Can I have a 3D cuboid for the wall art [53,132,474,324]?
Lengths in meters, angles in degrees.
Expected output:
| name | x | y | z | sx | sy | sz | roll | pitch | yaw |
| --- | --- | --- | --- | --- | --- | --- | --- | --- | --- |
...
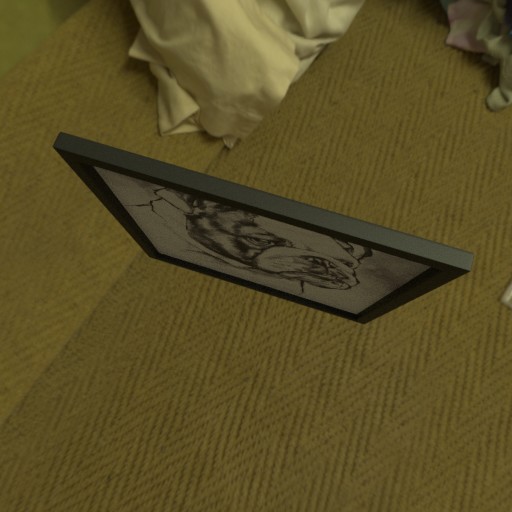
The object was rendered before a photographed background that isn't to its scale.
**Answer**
| name | x | y | z | sx | sy | sz | roll | pitch | yaw |
| --- | --- | --- | --- | --- | --- | --- | --- | --- | --- |
| wall art | 0.000 | 0.000 | 0.680 | 0.456 | 0.453 | 0.022 | 17 | 75 | 5 |
